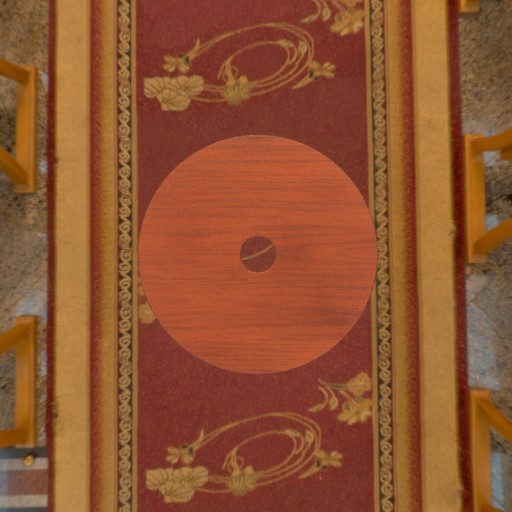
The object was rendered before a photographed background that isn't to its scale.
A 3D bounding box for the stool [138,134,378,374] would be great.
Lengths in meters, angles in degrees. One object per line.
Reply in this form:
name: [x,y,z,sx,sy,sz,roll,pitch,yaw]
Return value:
stool: [0.000,0.000,0.920,0.455,0.610,0.455,0,90,-1]
